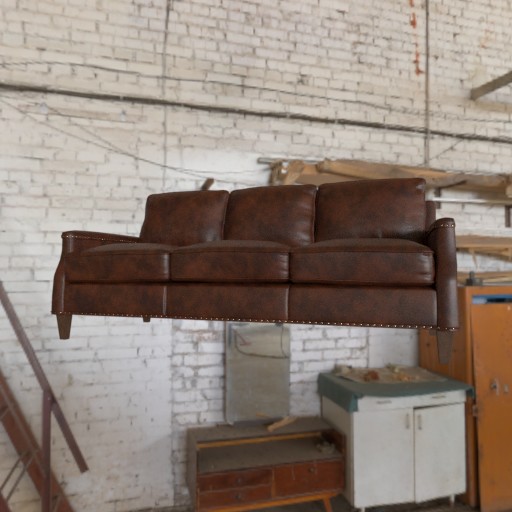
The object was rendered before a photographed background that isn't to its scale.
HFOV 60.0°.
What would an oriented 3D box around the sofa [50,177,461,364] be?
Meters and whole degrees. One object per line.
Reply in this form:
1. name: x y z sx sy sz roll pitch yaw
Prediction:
1. sofa: 0.000 0.000 2.780 2.240 1.003 1.084 -1 -2 19
